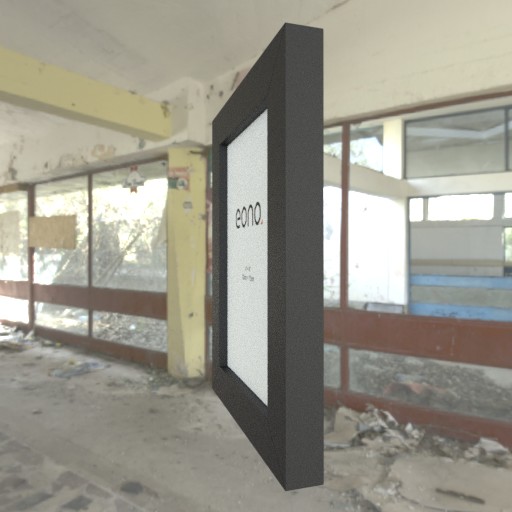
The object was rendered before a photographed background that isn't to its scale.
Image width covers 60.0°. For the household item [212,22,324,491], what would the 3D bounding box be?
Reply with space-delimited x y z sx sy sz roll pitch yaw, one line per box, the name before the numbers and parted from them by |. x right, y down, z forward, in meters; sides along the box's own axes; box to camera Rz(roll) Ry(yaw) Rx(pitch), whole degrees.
household item | 0.000 0.000 0.233 0.022 0.178 0.133 0 0 -18
